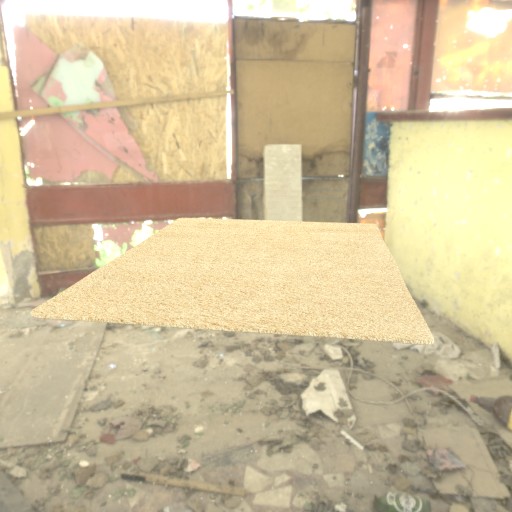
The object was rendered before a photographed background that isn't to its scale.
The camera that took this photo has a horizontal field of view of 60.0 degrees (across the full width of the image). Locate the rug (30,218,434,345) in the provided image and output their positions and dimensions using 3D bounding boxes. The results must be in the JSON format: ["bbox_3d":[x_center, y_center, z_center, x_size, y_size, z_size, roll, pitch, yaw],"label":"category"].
[{"bbox_3d":[0.000,0.000,3.963,2.401,0.025,3.001,2,17,8],"label":"rug"}]
